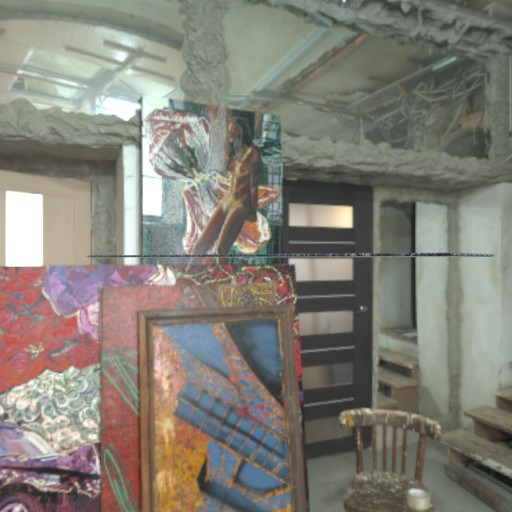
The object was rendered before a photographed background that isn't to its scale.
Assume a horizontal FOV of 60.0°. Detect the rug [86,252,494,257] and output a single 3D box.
[{"bbox_3d":[0.000,0.000,2.507,2.306,0.013,0.719,0,0,38],"label":"rug"}]
